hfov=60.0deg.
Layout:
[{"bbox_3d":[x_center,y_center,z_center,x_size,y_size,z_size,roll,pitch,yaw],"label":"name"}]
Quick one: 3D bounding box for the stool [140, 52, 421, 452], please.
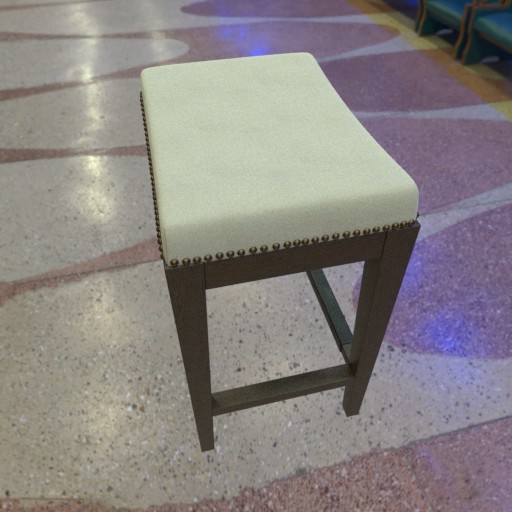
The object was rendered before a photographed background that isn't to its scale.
[{"bbox_3d":[0.000,0.000,0.926,0.361,0.642,0.500,-10,47,-9],"label":"stool"}]
